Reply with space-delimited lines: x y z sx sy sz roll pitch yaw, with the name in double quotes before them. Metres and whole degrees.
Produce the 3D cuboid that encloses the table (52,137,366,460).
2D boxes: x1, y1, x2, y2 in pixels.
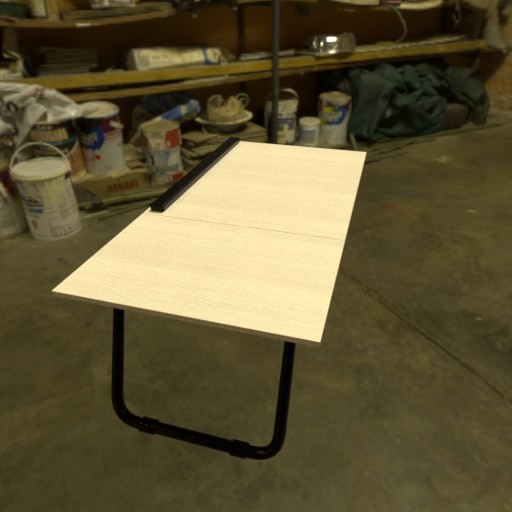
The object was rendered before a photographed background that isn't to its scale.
"table" 0.000 0.000 0.809 0.322 0.242 0.644 9 32 14
